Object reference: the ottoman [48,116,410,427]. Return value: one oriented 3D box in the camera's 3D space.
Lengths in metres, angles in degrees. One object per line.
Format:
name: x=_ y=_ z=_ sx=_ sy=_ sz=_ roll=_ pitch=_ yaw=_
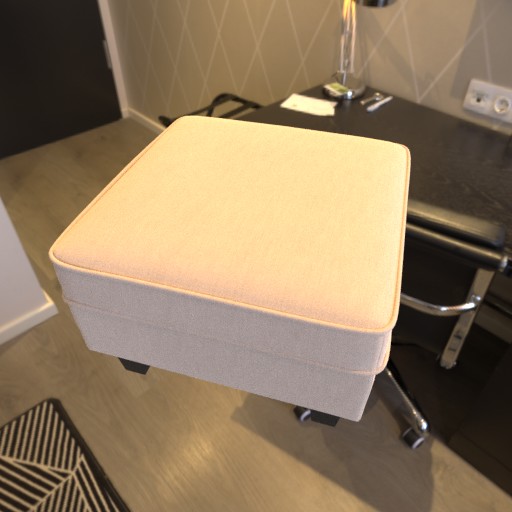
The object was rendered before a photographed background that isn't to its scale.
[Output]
ottoman: x=0.000 y=0.000 z=1.030 sx=0.613 sy=0.438 sz=0.616 roll=11 pitch=43 yaw=12
